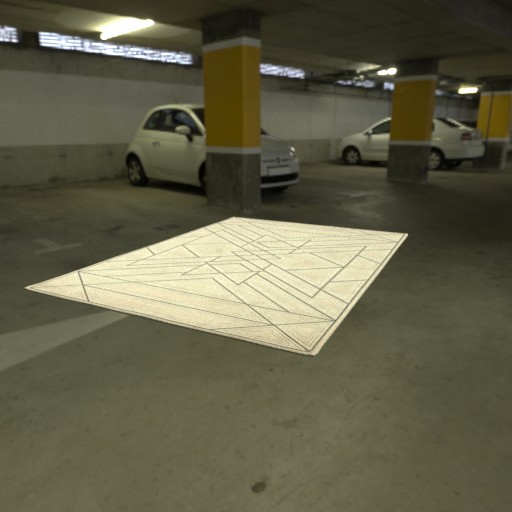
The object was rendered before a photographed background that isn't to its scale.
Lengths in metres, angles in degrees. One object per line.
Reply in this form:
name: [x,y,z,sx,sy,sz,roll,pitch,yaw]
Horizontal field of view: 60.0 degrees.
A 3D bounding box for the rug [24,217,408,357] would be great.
rug: [0.000,0.000,4.430,2.436,0.026,3.381,8,18,26]
